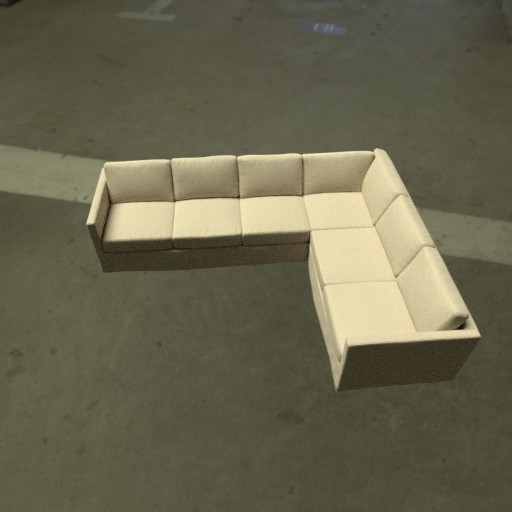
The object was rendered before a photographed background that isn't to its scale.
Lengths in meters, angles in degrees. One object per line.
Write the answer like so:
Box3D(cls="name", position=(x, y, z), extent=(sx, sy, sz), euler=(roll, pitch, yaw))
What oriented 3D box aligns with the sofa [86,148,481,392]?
Box3D(cls="sofa", position=(0.000, 0.000, 4.214), extent=(3.182, 0.871, 2.432), euler=(-3, 46, -3))
